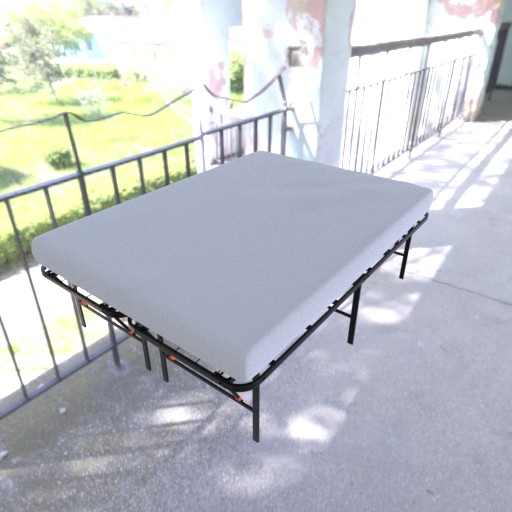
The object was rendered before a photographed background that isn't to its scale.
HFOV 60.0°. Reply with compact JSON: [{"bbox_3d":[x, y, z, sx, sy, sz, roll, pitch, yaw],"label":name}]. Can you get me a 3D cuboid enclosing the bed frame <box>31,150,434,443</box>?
[{"bbox_3d":[0.000,0.000,2.588,1.372,0.637,1.905,21,36,32],"label":"bed frame"}]
